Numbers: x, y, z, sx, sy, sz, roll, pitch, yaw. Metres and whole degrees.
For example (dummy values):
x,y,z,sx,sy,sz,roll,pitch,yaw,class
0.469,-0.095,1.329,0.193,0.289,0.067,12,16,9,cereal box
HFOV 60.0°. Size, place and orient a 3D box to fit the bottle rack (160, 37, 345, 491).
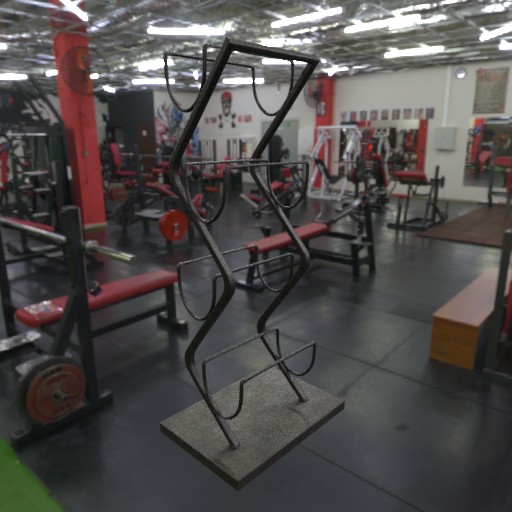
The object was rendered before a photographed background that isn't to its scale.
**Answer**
x,y,z,sx,sy,sz,roll,pitch,yaw,class
0.000,0.000,0.656,0.178,0.559,0.254,14,21,42,bottle rack
